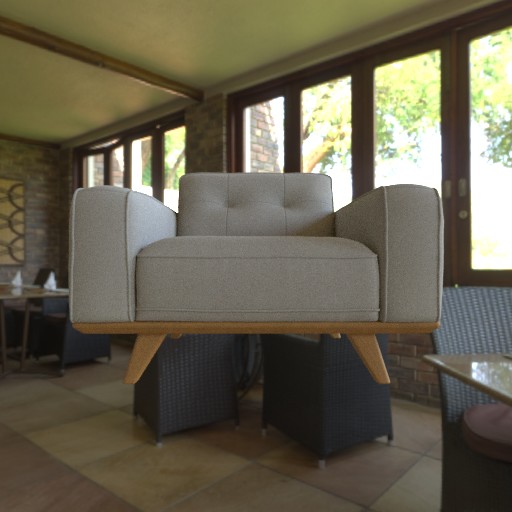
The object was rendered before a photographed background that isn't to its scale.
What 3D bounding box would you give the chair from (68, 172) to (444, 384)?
[{"bbox_3d":[0.000,0.000,1.734,1.115,0.779,0.953,0,0,0],"label":"chair"}]
